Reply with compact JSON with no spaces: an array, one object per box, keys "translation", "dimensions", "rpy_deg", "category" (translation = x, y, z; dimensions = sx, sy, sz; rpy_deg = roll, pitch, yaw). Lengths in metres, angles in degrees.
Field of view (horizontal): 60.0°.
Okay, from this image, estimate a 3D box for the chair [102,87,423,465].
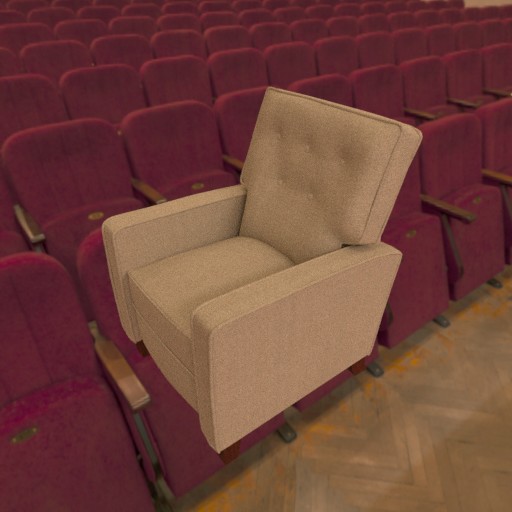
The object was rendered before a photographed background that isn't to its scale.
[{"translation":[0.000,0.000,1.416],"dimensions":[0.754,0.888,0.648],"rpy_deg":[-22,39,-31],"category":"chair"}]
